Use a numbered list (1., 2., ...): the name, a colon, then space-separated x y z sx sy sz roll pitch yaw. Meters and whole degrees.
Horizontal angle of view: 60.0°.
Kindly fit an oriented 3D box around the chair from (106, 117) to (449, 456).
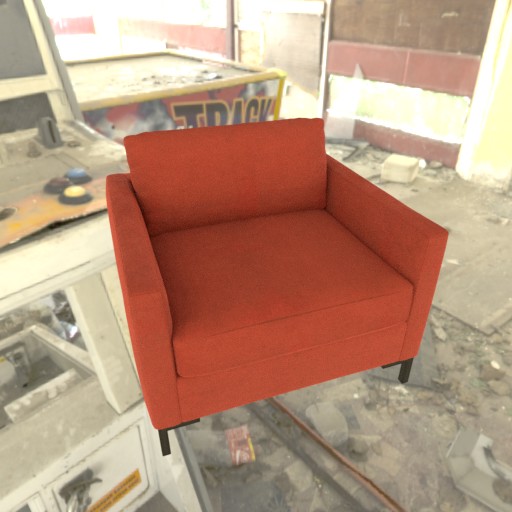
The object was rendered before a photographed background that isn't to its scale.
1. chair: 0.000 0.000 1.614 0.964 0.812 0.875 -10 33 -17
